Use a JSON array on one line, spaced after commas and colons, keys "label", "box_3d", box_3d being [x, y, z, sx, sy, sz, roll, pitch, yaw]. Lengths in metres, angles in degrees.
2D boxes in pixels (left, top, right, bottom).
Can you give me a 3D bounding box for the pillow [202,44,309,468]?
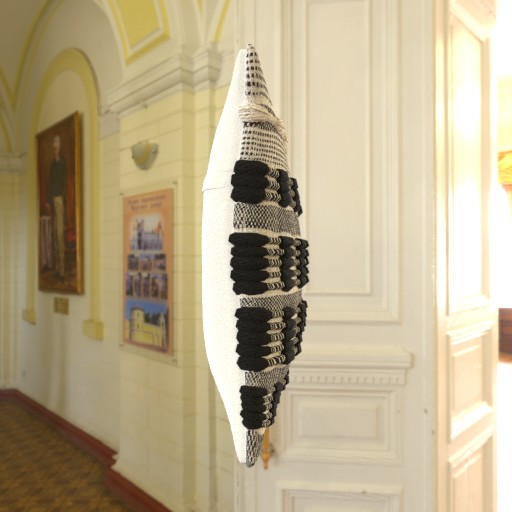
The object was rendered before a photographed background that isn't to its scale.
[{"label": "pillow", "box_3d": [0.000, 0.000, 0.668, 0.156, 0.438, 0.436, 0, 0, 0]}]
